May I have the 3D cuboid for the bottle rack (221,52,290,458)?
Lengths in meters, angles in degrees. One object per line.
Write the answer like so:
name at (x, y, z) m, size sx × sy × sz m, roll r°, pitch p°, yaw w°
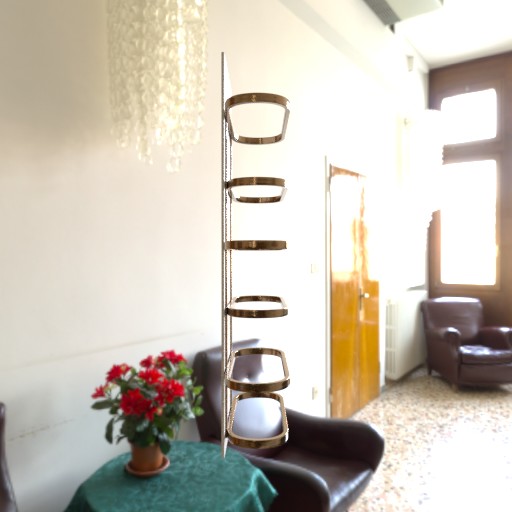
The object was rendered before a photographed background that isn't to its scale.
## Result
bottle rack at (0.000, 0.000, 0.861) m, size 0.118 × 0.709 × 0.332 m, roll 0°, pitch 0°, yaw 1°
